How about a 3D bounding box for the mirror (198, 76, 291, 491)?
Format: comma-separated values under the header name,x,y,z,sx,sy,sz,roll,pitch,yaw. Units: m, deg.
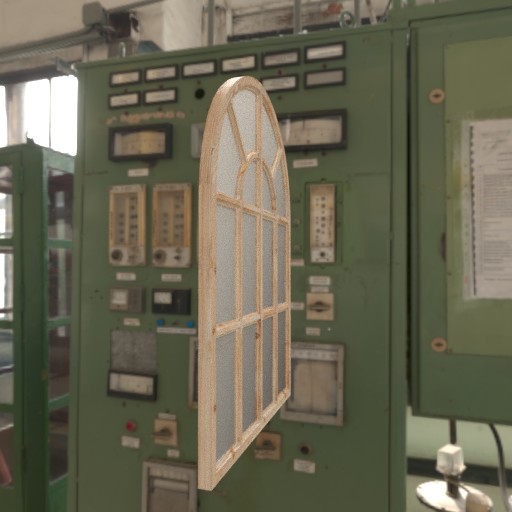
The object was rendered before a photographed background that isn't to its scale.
name,x,y,z,sx,sy,sz,roll,pitch,yaw
mirror,0.000,0.000,1.185,0.032,0.920,0.660,0,-1,18
